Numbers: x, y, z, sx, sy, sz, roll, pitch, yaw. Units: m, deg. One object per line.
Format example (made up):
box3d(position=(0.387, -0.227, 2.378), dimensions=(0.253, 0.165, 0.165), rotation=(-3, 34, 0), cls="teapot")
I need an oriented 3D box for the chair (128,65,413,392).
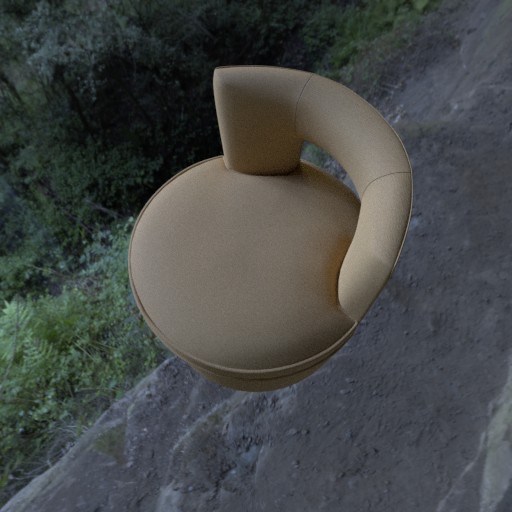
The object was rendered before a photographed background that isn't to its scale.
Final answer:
box3d(position=(0.000, 0.000, 1.194), dimensions=(0.665, 0.723, 0.650), rotation=(-31, 67, -15), cls="chair")
